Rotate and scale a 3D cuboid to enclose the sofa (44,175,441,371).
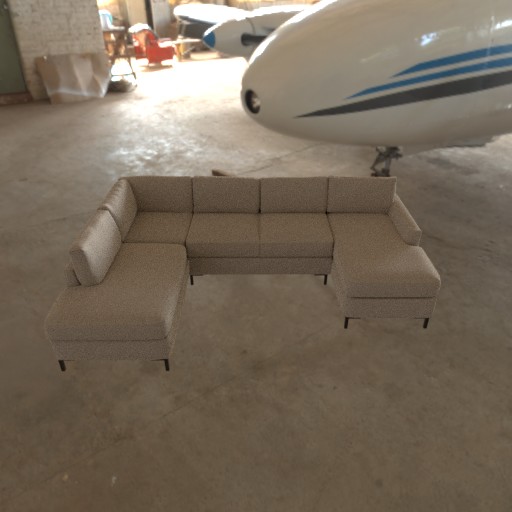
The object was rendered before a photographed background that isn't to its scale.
[{"bbox_3d":[0.000,0.000,3.909,2.984,0.862,1.989,0,32,0],"label":"sofa"}]
